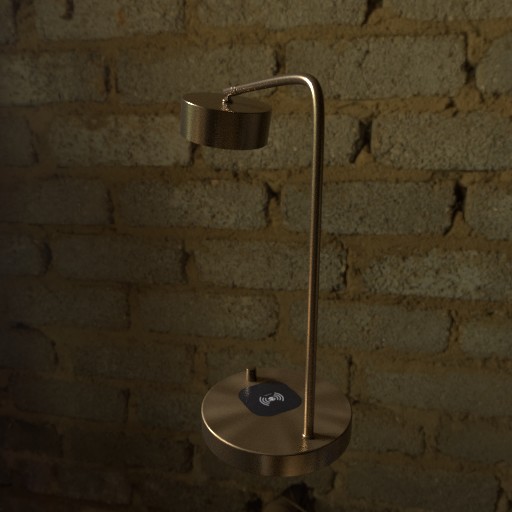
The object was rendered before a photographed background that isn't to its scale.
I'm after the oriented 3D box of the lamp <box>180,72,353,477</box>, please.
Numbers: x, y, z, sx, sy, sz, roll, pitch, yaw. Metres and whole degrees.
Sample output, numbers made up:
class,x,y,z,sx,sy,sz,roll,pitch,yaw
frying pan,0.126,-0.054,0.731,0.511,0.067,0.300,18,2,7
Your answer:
class,x,y,z,sx,sy,sz,roll,pitch,yaw
lamp,0.000,0.000,0.509,0.171,0.380,0.270,-8,16,-27
